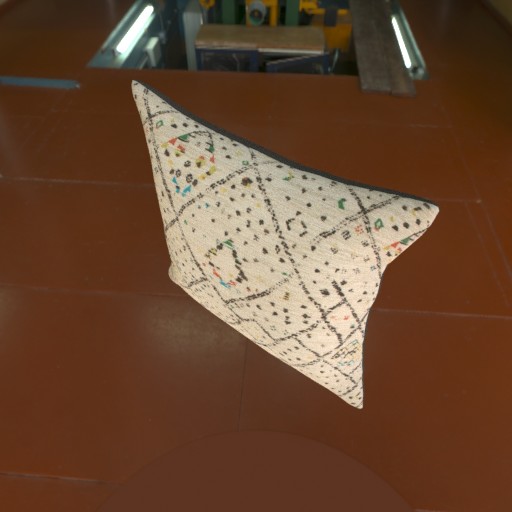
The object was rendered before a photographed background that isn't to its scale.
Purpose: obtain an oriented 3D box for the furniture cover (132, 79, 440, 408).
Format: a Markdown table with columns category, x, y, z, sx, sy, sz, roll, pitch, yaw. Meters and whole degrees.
| category | x | y | z | sx | sy | sz | roll | pitch | yaw |
| --- | --- | --- | --- | --- | --- | --- | --- | --- | --- |
| furniture cover | 0.000 | 0.000 | 0.780 | 0.525 | 0.498 | 0.180 | 30 | 54 | 25 |
